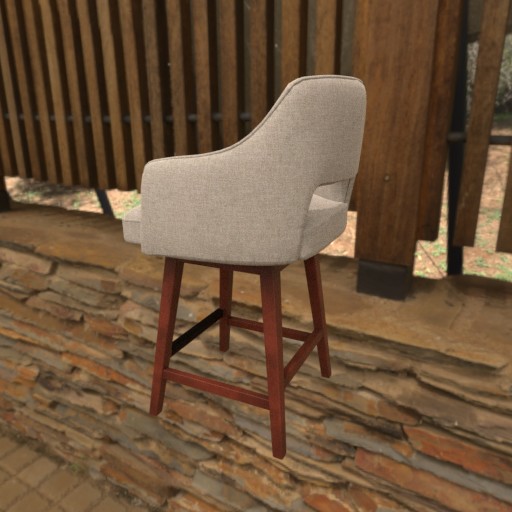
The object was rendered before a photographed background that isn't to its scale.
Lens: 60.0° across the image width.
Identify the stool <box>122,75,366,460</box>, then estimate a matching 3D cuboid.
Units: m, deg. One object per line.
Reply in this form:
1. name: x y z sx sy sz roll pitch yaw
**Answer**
1. stool: 0.000 0.000 1.288 0.558 0.944 0.599 8 19 24
